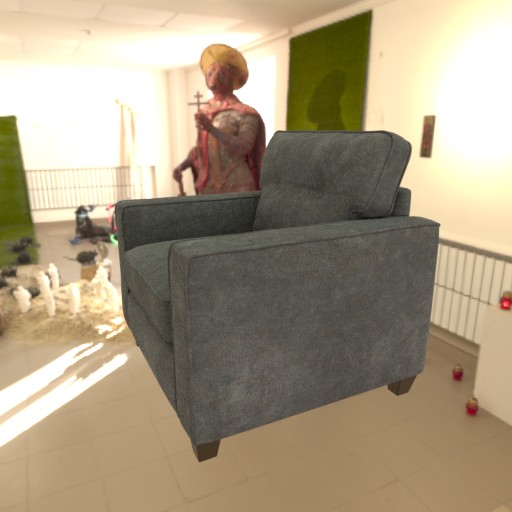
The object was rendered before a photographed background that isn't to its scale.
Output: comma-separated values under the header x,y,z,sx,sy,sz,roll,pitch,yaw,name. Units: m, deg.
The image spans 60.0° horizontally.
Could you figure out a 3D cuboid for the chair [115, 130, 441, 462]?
x,y,z,sx,sy,sz,roll,pitch,yaw,name
0.000,0.000,1.768,0.939,0.965,1.015,-8,18,-26,chair
